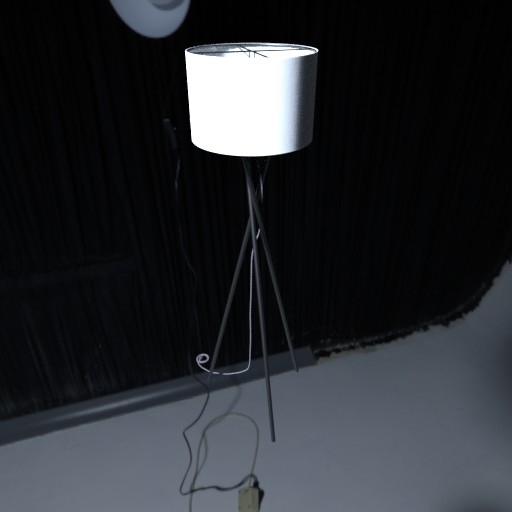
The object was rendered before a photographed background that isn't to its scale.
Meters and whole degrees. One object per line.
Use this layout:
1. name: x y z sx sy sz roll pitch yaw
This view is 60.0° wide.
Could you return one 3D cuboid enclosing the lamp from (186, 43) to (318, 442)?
1. lamp: 0.000 0.000 1.903 0.522 1.624 0.667 -9 32 -14
